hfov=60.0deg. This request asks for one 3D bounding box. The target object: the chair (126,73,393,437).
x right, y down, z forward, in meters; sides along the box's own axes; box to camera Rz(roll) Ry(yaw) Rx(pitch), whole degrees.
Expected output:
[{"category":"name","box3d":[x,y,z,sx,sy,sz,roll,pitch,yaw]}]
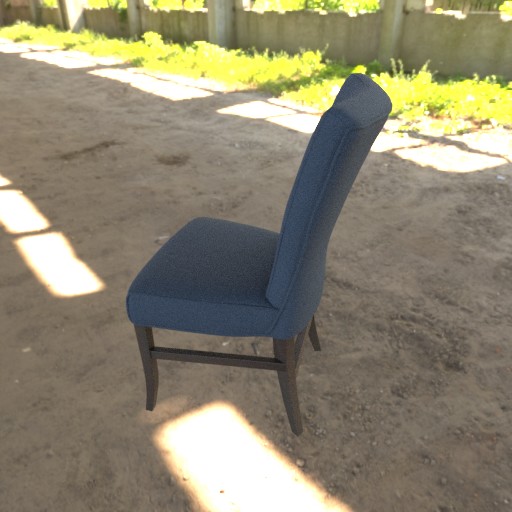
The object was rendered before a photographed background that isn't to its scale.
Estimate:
[{"category":"chair","box3d":[0.000,0.000,1.336,0.660,0.991,0.520,8,31,13]}]
